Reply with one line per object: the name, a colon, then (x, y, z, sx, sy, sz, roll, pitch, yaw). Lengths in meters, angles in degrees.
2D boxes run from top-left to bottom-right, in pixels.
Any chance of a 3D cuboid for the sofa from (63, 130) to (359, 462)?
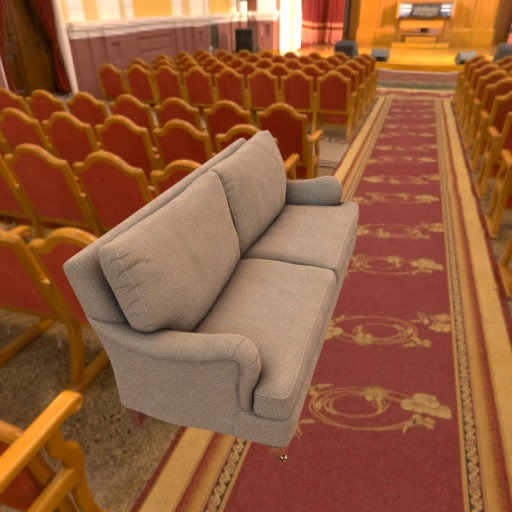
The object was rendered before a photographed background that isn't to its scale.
sofa: (0.000, 0.000, 2.845, 1.069, 1.096, 2.193, 10, 31, 17)
